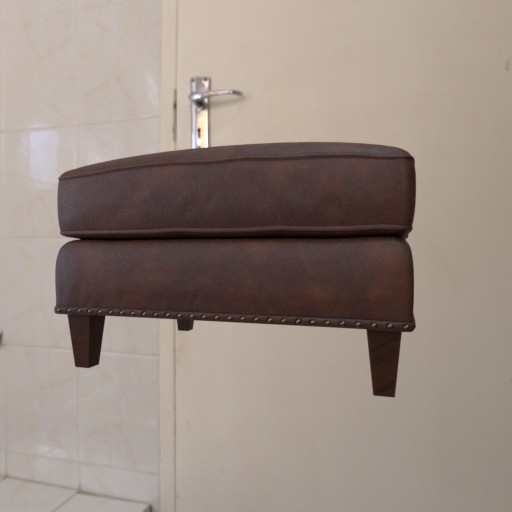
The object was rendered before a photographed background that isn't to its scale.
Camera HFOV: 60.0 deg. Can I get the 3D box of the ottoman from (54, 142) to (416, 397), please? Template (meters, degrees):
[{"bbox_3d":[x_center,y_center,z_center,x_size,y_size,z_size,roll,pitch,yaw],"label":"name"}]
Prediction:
[{"bbox_3d":[0.000,0.000,1.113,0.742,0.486,0.586,0,0,18],"label":"ottoman"}]
